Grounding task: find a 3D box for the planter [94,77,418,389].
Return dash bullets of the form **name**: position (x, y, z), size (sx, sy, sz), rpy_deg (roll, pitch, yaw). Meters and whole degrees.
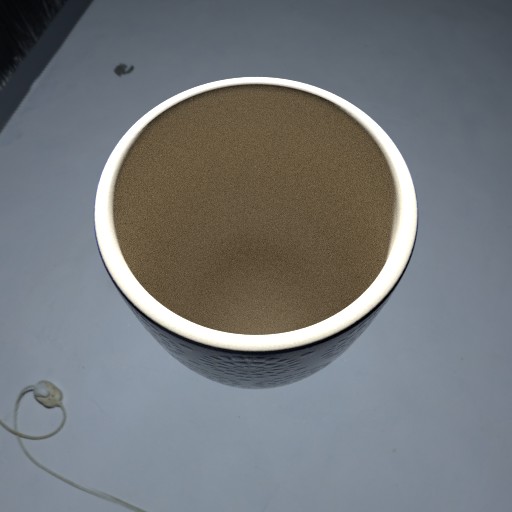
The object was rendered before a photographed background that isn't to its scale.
- **planter**: position (0.000, 0.000, 0.290), size (0.165, 0.149, 0.165), rpy_deg (0, 65, 0)
